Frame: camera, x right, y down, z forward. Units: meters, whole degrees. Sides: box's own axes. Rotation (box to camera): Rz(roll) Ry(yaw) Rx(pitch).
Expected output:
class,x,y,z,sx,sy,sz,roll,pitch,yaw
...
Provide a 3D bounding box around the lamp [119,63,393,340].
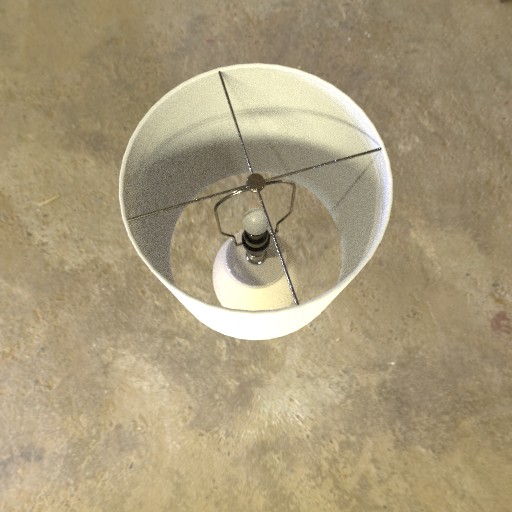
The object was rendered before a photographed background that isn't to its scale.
class,x,y,z,sx,sy,sz,roll,pitch,yaw
lamp,0.000,0.000,0.568,0.217,0.453,0.217,-17,75,-5
